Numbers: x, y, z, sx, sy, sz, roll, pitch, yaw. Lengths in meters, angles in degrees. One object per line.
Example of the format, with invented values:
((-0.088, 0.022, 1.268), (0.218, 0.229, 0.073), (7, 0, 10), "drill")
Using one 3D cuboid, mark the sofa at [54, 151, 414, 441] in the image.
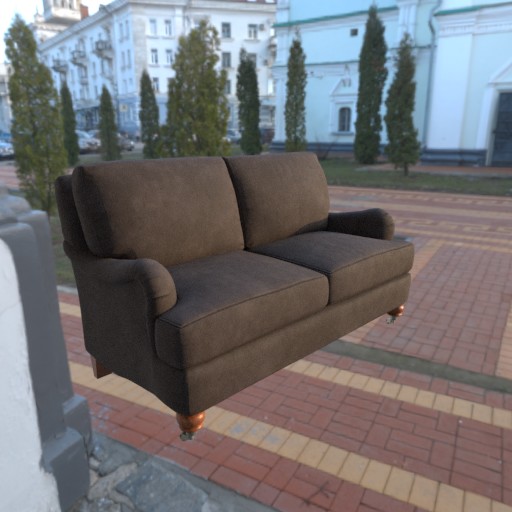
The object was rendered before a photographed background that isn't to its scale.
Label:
((0.000, 0.000, 2.528), (1.853, 1.101, 1.084), (-15, 21, -42), "sofa")
